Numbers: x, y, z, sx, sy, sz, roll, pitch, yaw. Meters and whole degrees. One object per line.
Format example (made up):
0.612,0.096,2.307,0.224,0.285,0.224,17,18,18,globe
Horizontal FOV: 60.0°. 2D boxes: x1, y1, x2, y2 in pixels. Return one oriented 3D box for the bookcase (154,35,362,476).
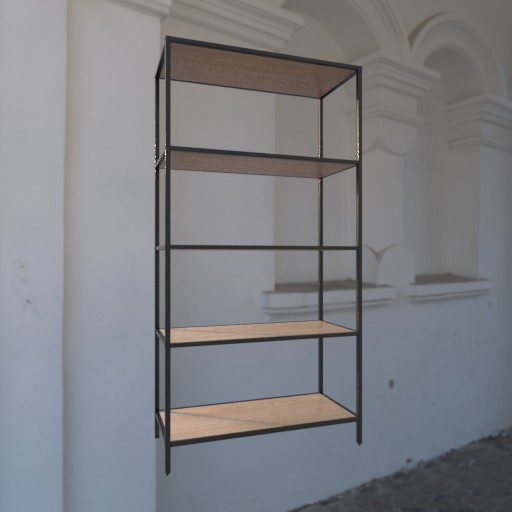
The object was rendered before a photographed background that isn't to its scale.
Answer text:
0.000,0.000,1.794,0.770,1.500,0.350,0,0,-19,bookcase
